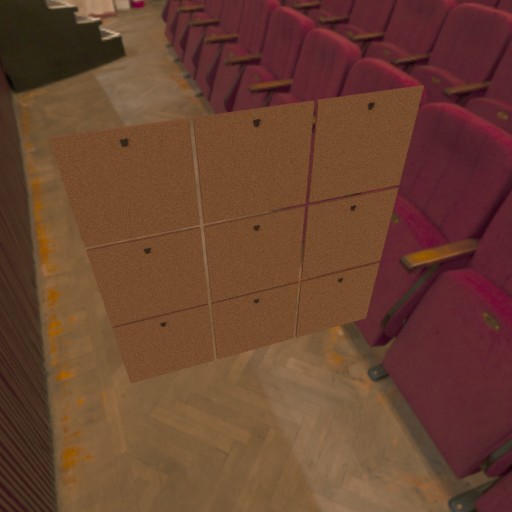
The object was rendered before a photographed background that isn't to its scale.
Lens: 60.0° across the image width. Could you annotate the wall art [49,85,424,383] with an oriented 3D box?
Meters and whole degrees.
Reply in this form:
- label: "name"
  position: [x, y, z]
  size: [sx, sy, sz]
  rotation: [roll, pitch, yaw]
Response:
- label: "wall art"
  position: [0.000, 0.000, 2.243]
  size: [1.533, 1.532, 0.019]
  rotation: [-13, 43, -14]
